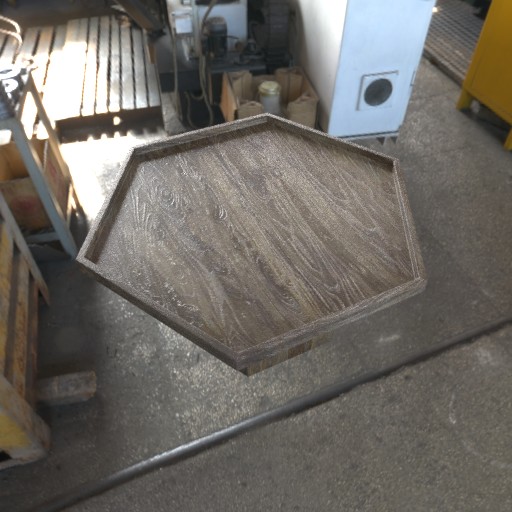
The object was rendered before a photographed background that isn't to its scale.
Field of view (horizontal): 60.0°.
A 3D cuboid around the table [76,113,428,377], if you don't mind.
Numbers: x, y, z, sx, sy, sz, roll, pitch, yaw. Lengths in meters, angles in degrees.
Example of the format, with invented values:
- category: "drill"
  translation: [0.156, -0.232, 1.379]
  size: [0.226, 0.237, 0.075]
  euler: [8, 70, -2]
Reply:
- category: "table"
  translation: [0.000, 0.000, 1.576]
  size: [1.115, 0.488, 0.966]
  euler: [27, 53, 23]
